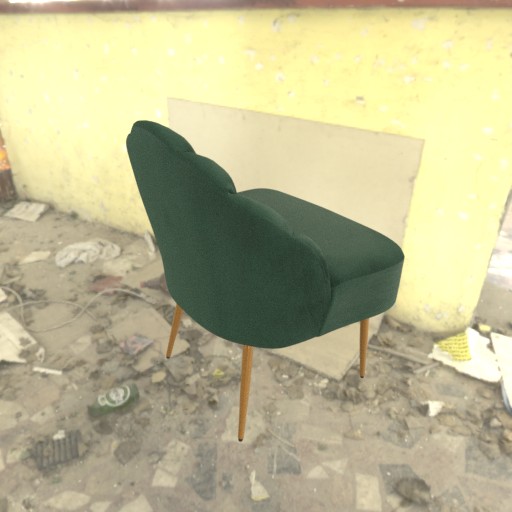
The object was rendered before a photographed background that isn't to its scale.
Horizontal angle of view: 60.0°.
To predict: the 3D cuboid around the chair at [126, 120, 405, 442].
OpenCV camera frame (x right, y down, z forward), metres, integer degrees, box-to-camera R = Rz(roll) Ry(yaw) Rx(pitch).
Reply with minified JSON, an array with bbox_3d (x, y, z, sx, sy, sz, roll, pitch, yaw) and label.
[{"bbox_3d":[0.000,0.000,1.270,0.599,0.819,0.657,-20,34,-32],"label":"chair"}]
